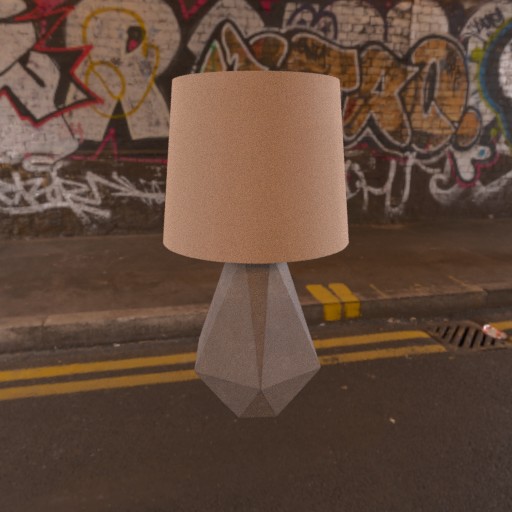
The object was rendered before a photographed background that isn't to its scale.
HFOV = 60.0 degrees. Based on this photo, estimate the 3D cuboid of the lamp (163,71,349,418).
[{"bbox_3d":[0.000,0.000,0.681,0.276,0.501,0.276,0,15,0],"label":"lamp"}]
